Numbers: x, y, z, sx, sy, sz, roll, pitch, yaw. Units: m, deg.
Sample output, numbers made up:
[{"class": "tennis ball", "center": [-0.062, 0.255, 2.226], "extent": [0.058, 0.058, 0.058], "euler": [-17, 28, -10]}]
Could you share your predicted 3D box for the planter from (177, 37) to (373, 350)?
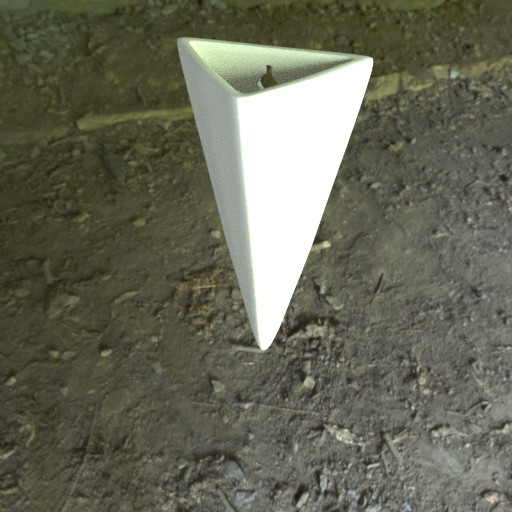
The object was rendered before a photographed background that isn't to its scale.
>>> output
[{"class": "planter", "center": [0.000, 0.000, 0.397], "extent": [0.143, 0.338, 0.065], "euler": [13, 43, 14]}]
